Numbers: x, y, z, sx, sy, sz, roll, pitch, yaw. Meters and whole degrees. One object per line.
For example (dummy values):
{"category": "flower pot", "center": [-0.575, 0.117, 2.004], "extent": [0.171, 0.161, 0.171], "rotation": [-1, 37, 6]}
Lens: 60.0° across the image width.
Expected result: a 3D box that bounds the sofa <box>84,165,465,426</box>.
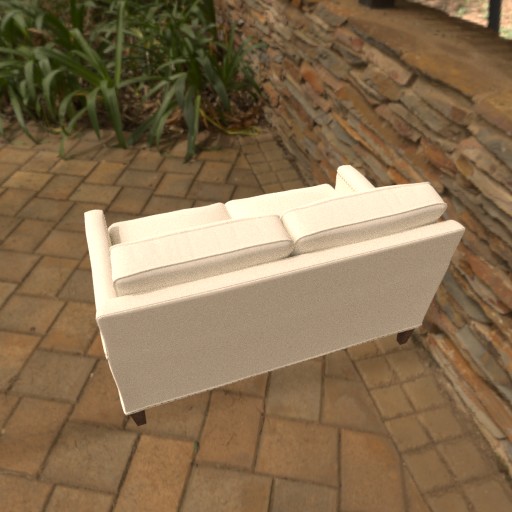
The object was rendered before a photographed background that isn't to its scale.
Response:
{"category": "sofa", "center": [0.000, 0.000, 2.267], "extent": [1.597, 1.003, 1.084], "rotation": [-13, 41, -15]}
